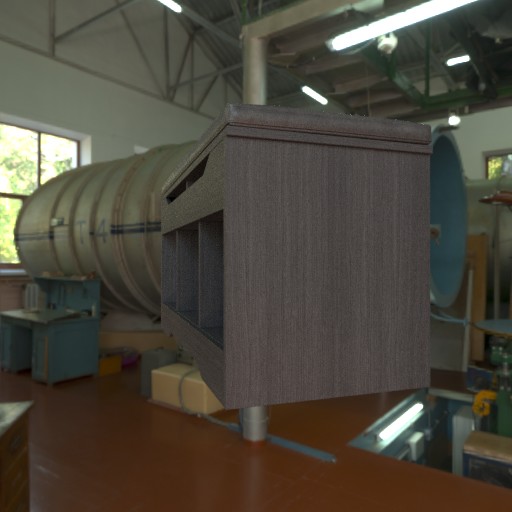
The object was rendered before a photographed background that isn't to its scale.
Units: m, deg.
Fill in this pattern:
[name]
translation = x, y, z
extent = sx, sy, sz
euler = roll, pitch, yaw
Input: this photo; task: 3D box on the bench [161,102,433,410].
[bench]
translation = 0.000, 0.000, 1.197
extent = 0.401, 0.501, 0.905
euler = 0, 0, -19
